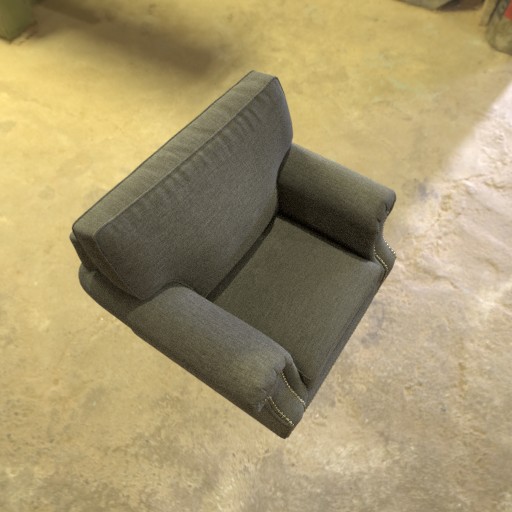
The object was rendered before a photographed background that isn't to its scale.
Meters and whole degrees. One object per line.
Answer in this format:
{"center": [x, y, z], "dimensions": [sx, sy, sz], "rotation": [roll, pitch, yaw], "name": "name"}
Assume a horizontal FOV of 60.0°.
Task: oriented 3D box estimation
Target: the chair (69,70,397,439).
{"center": [0.000, 0.000, 1.834], "dimensions": [0.965, 0.961, 1.092], "rotation": [30, 62, 18], "name": "chair"}
